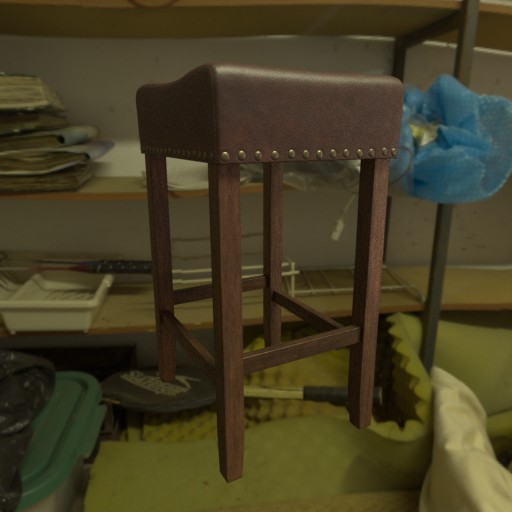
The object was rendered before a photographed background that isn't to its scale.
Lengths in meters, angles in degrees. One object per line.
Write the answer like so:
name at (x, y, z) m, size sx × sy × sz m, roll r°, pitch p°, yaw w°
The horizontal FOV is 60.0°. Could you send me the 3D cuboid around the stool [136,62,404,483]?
stool at (0.000, 0.000, 1.034) m, size 0.401 × 0.769 × 0.465 m, roll -8°, pitch 18°, yaw -28°
